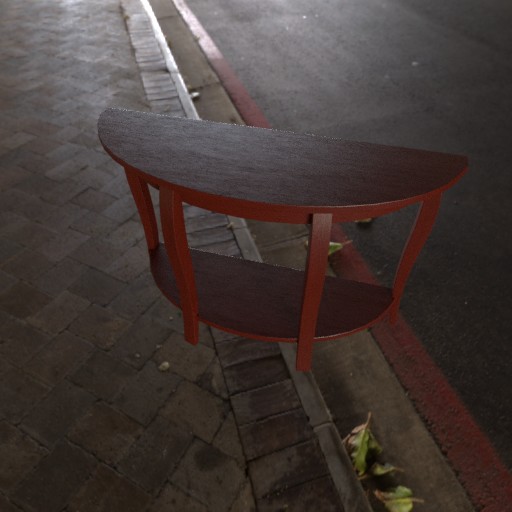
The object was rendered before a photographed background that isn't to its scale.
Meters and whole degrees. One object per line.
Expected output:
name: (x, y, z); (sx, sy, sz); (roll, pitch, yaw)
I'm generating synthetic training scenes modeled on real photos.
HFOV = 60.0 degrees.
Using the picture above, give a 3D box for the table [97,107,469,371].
table: (0.000, 0.000, 1.587); (1.219, 0.779, 0.405); (11, 44, 12)
